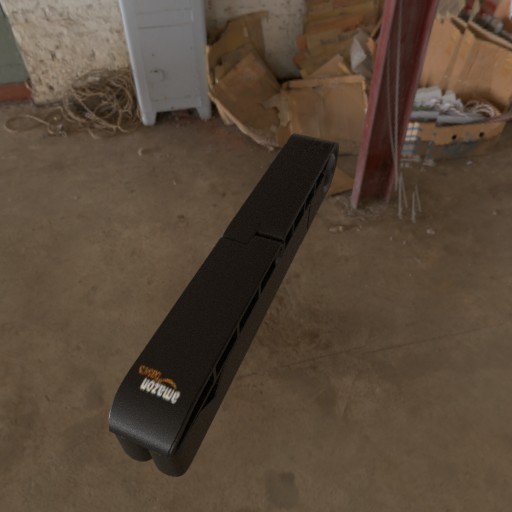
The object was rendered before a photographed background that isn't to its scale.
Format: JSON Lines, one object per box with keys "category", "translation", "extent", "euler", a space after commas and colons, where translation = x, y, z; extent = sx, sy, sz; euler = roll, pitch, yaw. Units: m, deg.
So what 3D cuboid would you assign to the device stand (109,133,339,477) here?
{"category": "device stand", "translation": [0.000, 0.000, 0.192], "extent": [0.026, 0.030, 0.179], "euler": [17, 48, 16]}
